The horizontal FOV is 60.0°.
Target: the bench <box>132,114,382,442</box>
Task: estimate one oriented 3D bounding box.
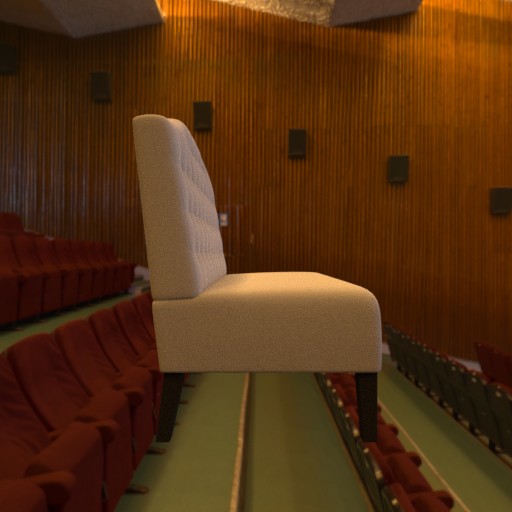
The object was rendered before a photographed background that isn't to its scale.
[{"bbox_3d":[0.000,0.000,2.054,0.815,1.180,1.335,0,0,0],"label":"bench"}]
